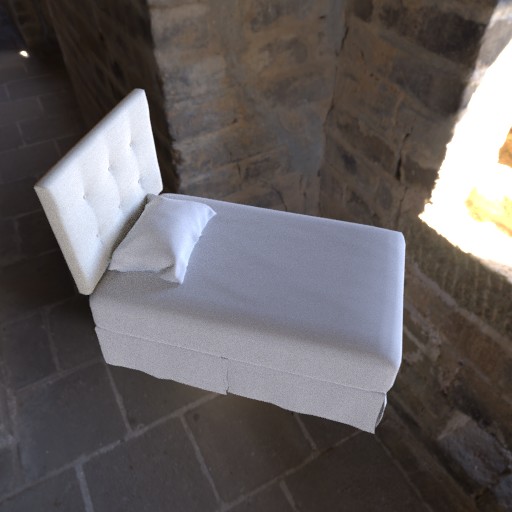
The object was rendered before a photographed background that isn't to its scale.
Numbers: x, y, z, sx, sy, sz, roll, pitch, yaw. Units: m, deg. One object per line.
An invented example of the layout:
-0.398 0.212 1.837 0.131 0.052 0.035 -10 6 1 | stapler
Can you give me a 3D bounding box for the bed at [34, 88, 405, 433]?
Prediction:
0.000 0.000 2.924 1.997 1.571 1.261 11 46 10 | bed
